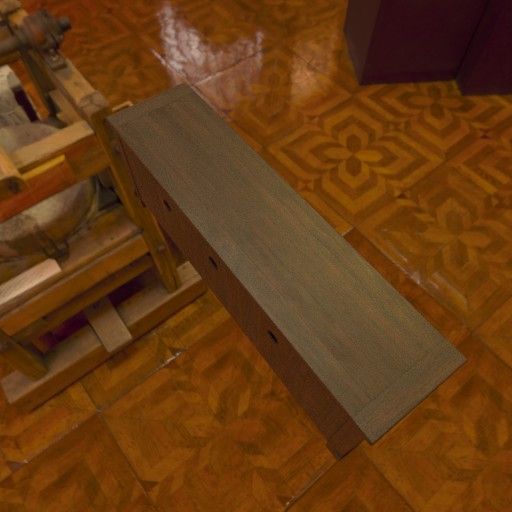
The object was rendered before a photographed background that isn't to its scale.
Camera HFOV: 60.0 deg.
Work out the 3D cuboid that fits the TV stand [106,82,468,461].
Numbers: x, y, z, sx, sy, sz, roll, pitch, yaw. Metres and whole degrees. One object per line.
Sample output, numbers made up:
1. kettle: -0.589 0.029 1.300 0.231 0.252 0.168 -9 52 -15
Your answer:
1. TV stand: 0.000 0.000 2.121 0.471 0.615 1.866 -32 64 -18
